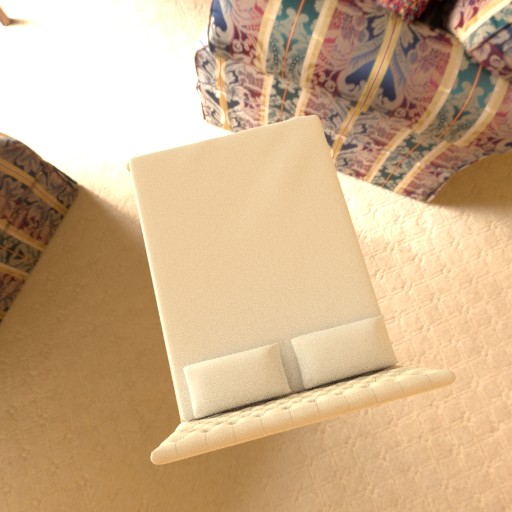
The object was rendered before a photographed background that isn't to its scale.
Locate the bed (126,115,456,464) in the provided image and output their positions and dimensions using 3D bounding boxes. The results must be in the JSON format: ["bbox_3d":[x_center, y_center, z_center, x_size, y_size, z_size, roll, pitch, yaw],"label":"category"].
[{"bbox_3d":[0.000,0.000,3.259,1.696,1.426,2.233,-14,78,-3],"label":"bed"}]
